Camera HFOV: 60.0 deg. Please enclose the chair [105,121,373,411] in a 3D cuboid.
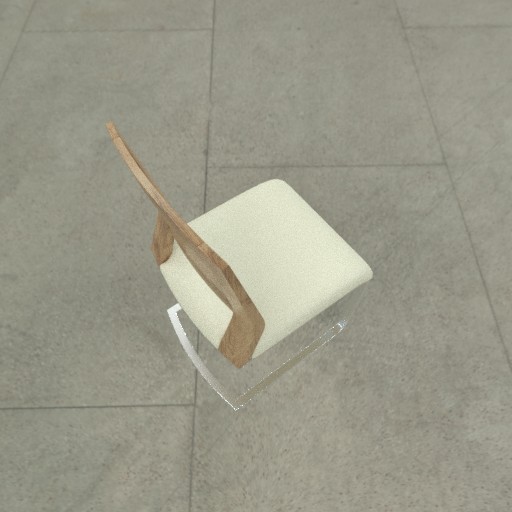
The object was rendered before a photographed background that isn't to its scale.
[{"bbox_3d":[0.000,0.000,1.263,0.561,0.955,0.457,-32,65,-18],"label":"chair"}]
